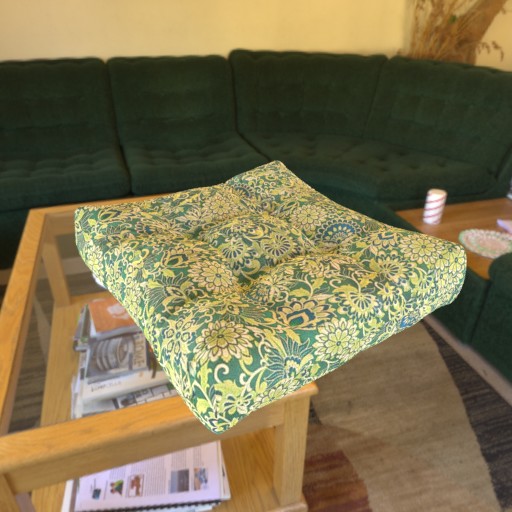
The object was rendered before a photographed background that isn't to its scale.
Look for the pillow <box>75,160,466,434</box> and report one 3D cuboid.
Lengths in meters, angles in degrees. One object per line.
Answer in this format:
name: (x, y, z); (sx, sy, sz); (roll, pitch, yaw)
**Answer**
pillow: (0.000, 0.000, 0.734); (0.468, 0.128, 0.490); (-20, 36, -29)
